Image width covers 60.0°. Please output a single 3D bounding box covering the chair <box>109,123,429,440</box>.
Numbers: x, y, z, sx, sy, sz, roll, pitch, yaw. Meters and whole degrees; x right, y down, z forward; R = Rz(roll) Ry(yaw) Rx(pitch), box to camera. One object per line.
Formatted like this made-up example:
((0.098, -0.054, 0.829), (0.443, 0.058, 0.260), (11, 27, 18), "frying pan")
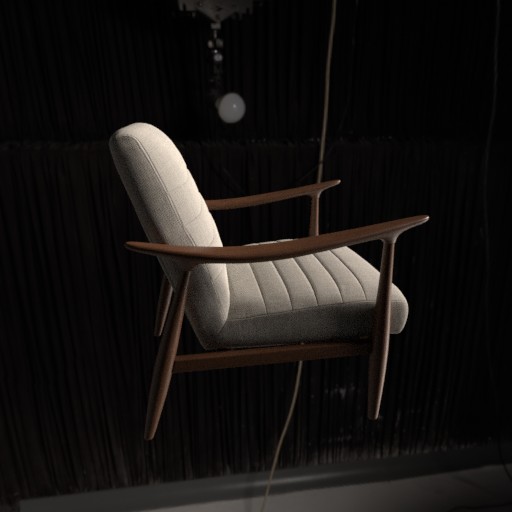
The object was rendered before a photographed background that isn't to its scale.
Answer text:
((0.000, 0.000, 1.453), (0.798, 0.832, 0.741), (-3, 18, -9), "chair")
